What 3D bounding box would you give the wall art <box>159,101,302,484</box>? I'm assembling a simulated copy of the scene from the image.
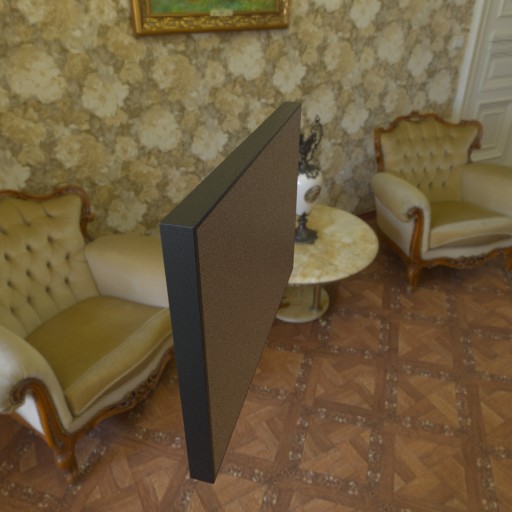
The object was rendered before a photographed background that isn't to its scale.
[{"bbox_3d":[0.000,0.000,1.223,0.058,0.640,0.939,8,31,13],"label":"wall art"}]
